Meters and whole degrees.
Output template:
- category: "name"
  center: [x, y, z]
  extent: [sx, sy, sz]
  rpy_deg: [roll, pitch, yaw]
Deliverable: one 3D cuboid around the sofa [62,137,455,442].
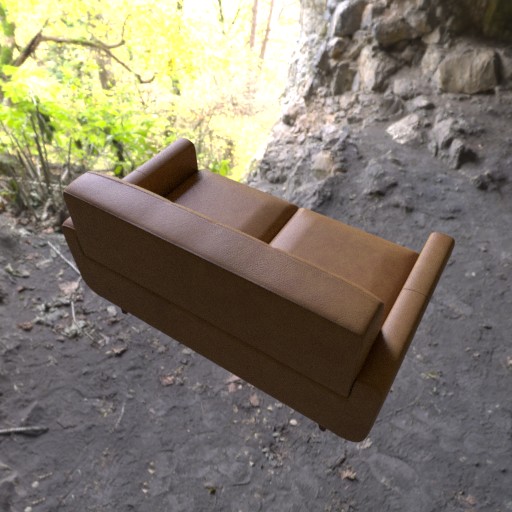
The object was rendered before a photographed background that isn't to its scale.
- category: "sofa"
  center: [0.000, 0.000, 2.224]
  extent: [1.651, 0.925, 0.952]
  rpy_deg: [25, 51, 21]
